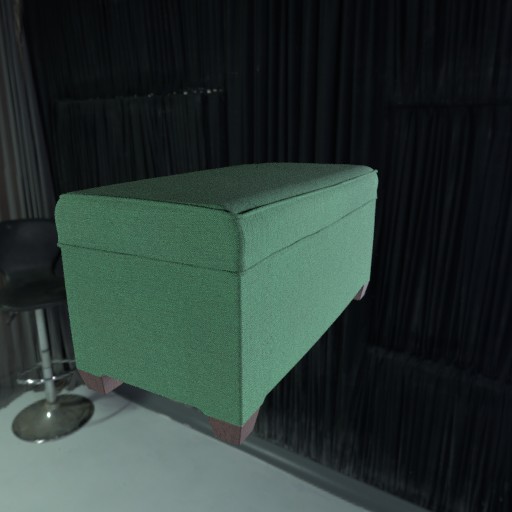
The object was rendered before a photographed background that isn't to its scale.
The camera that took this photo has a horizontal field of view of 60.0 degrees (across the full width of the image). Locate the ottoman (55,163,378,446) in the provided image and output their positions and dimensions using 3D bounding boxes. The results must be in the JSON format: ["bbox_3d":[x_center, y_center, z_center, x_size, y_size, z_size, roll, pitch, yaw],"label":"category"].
[{"bbox_3d":[0.000,0.000,1.244,0.483,0.471,0.957,9,19,27],"label":"ottoman"}]
